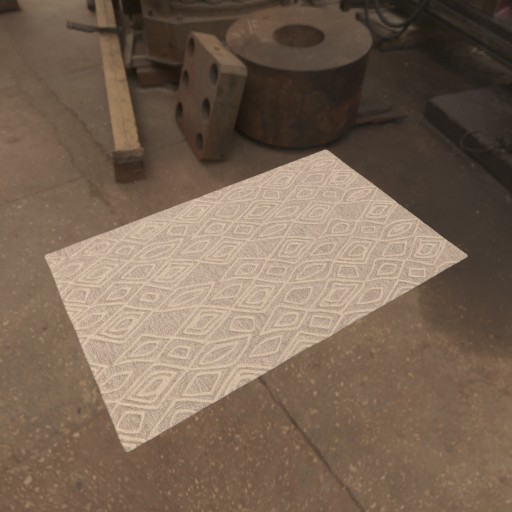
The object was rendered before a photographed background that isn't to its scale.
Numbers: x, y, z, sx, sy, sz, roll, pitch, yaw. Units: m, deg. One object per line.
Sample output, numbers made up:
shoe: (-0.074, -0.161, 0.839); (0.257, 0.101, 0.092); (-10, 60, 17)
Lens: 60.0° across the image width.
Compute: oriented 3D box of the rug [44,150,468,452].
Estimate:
rug: (0.000, 0.000, 3.006); (2.442, 0.010, 1.546); (-24, 51, -22)
